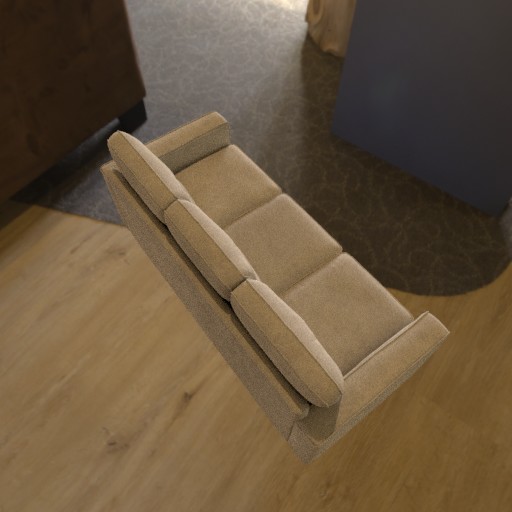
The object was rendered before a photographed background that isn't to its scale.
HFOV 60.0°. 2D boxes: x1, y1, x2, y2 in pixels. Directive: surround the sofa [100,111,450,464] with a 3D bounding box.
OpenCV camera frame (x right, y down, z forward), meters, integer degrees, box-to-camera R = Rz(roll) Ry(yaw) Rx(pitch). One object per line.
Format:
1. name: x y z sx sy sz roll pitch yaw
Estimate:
1. sofa: 0.000 0.000 2.689 0.939 0.965 2.133 -33 63 -19
